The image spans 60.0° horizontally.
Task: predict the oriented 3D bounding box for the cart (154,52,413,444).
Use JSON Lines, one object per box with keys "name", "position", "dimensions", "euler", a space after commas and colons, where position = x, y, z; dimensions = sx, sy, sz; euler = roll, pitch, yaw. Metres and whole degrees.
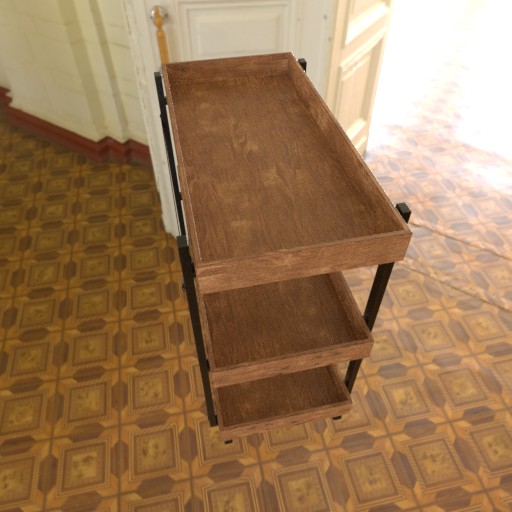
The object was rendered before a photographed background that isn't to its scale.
{"name": "cart", "position": [0.000, 0.000, 1.245], "dimensions": [0.411, 0.800, 0.750], "euler": [-9, 47, -8]}
